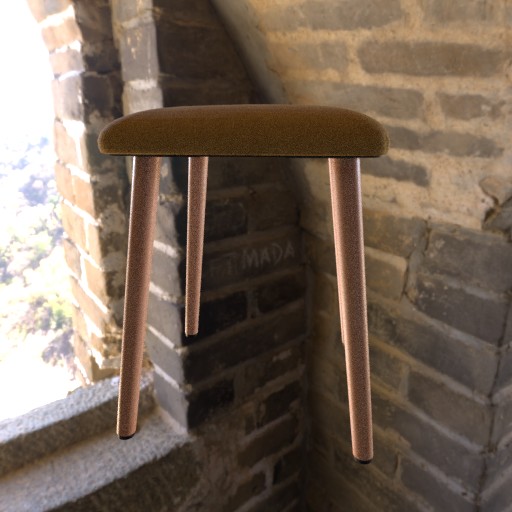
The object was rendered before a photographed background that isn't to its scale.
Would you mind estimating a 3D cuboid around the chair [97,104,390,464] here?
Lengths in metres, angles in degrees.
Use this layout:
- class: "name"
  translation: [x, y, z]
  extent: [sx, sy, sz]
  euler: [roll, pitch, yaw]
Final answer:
- class: "chair"
  translation: [0.000, 0.000, 0.688]
  extent: [0.350, 0.440, 0.350]
  euler: [2, 16, 8]
